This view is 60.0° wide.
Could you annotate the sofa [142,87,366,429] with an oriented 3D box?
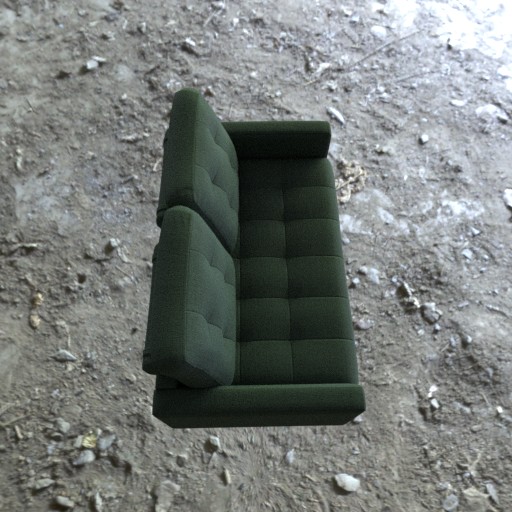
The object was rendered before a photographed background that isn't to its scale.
[{"bbox_3d":[0.000,0.000,2.014,0.842,0.907,1.407,-1,63,-1],"label":"sofa"}]
